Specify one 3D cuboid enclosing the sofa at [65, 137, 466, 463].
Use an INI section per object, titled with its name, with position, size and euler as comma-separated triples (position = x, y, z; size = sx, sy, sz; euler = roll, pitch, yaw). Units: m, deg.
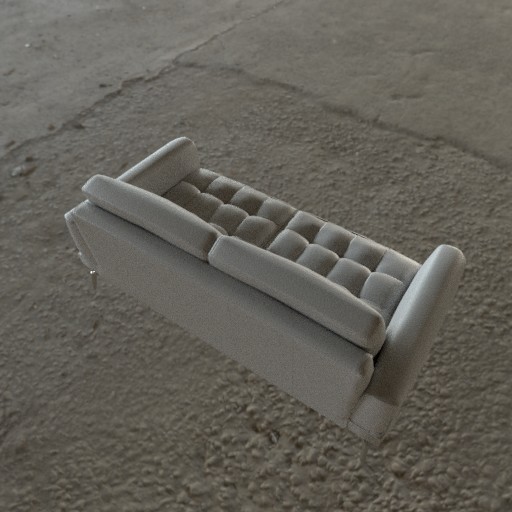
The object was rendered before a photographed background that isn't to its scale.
[sofa]
position = 0.000, 0.000, 2.665
size = 2.177, 0.930, 1.121
euler = 27, 53, 22
